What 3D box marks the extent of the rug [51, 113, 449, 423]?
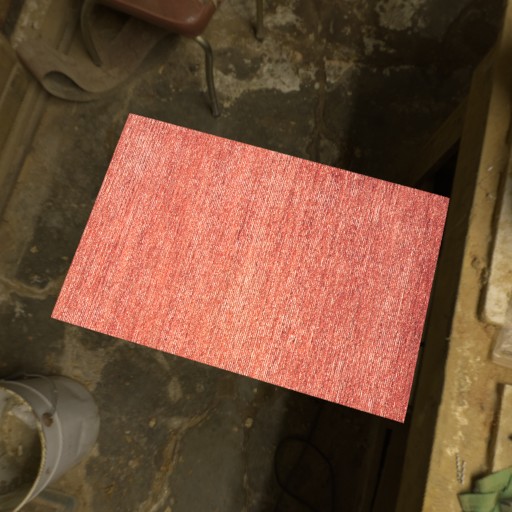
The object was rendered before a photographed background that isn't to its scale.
[{"bbox_3d":[0.000,0.000,2.216,1.747,0.011,1.139,16,78,3],"label":"rug"}]
